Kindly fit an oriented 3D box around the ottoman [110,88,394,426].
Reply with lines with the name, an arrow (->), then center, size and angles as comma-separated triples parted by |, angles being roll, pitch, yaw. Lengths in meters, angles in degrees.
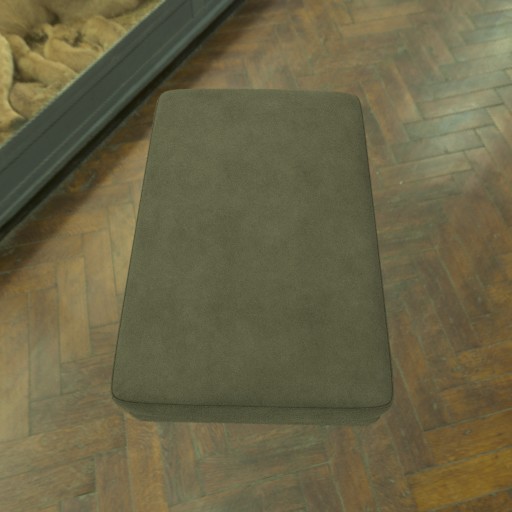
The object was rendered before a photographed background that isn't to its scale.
ottoman -> 0.000, 0.000, 1.204 | 0.584, 0.483, 0.864 | 1, 63, 1
